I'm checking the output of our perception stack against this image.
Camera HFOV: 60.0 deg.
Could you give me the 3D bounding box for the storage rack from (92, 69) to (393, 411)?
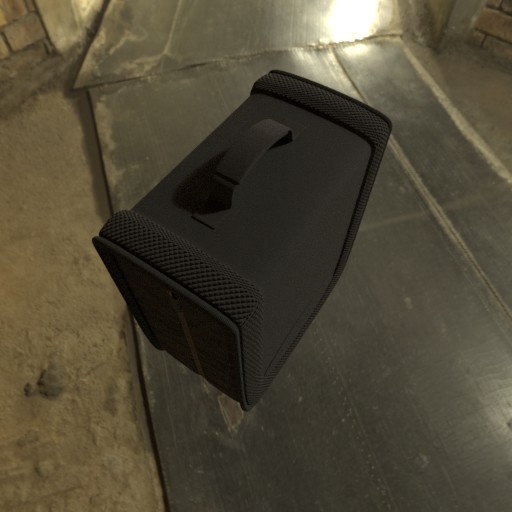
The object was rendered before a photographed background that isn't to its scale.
[{"bbox_3d":[0.000,0.000,0.568,0.168,0.387,0.297,30,63,17],"label":"storage rack"}]
